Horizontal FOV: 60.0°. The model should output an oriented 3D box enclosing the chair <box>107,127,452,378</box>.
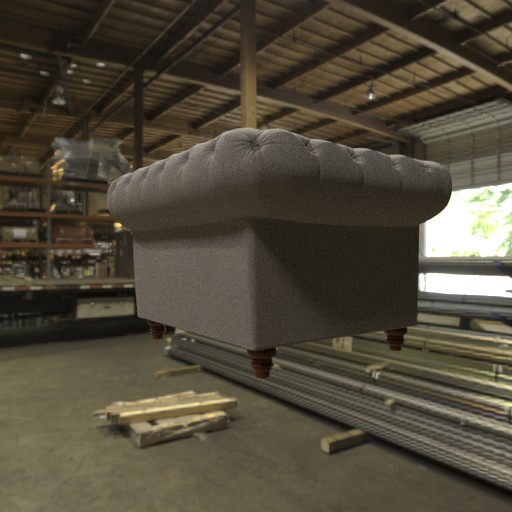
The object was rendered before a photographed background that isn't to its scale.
[{"bbox_3d":[0.000,0.000,1.903,0.976,0.770,1.270,0,0,-36],"label":"chair"}]
